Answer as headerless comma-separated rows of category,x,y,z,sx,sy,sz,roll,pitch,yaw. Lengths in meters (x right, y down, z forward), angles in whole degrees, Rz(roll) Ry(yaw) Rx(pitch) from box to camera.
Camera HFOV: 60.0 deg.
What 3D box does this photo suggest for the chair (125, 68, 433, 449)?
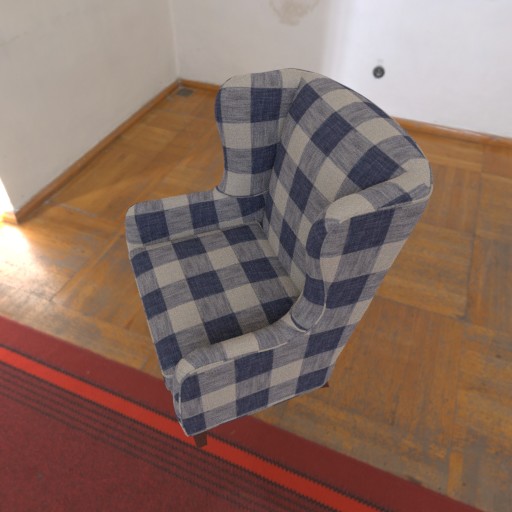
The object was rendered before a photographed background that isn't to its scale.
chair,0.000,0.000,1.656,0.889,1.041,0.830,-17,48,-15
